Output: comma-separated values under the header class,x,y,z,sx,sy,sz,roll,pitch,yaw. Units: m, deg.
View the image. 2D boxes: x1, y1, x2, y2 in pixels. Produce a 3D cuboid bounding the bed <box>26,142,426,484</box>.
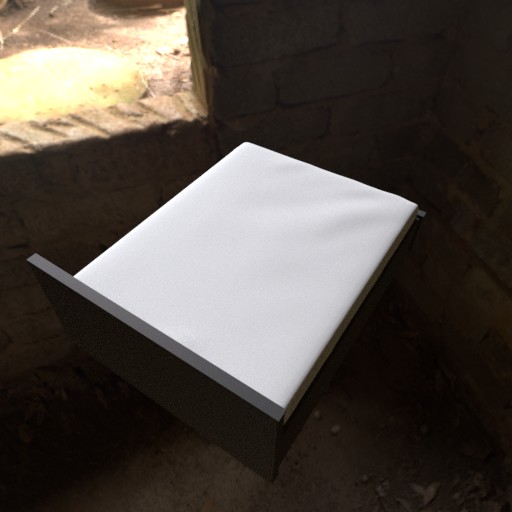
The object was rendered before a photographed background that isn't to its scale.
class,x,y,z,sx,sy,sz,roll,pitch,yaw
bed,0.000,0.000,3.020,1.634,0.808,2.103,26,51,23
